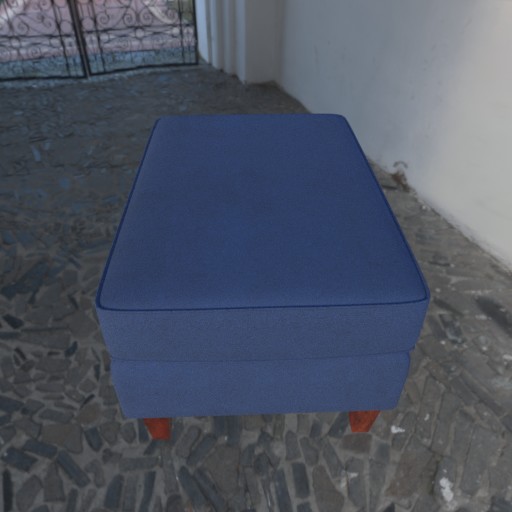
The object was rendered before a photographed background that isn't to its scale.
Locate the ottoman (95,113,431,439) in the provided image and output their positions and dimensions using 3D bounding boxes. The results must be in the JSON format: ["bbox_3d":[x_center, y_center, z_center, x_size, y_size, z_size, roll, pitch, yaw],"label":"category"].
[{"bbox_3d":[0.000,0.000,1.374,0.686,0.584,0.965,-1,40,-2],"label":"ottoman"}]
